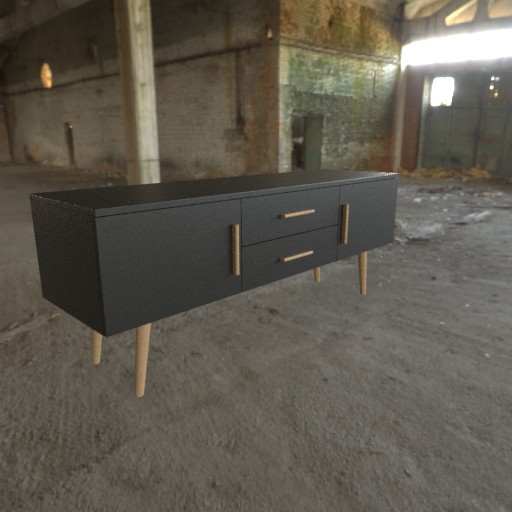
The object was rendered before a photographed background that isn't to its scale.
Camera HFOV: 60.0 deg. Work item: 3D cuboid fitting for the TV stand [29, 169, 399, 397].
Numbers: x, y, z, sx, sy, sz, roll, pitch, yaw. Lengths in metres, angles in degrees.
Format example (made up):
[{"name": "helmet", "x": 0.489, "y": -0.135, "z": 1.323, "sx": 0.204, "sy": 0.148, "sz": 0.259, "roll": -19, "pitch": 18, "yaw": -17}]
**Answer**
[{"name": "TV stand", "x": 0.000, "y": 0.000, "z": 1.556, "sx": 0.390, "sy": 0.518, "sz": 1.312, "roll": 14, "pitch": 21, "yaw": 43}]
